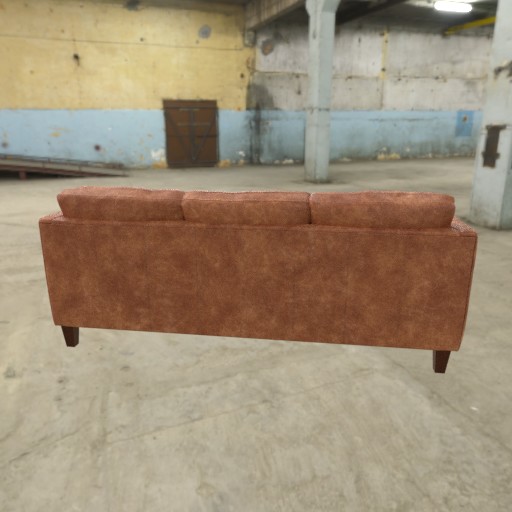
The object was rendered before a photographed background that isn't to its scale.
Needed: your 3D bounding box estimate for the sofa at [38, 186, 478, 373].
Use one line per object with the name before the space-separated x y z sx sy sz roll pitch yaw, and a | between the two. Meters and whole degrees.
sofa | 0.000 0.000 2.992 2.464 1.006 1.045 2 16 8
